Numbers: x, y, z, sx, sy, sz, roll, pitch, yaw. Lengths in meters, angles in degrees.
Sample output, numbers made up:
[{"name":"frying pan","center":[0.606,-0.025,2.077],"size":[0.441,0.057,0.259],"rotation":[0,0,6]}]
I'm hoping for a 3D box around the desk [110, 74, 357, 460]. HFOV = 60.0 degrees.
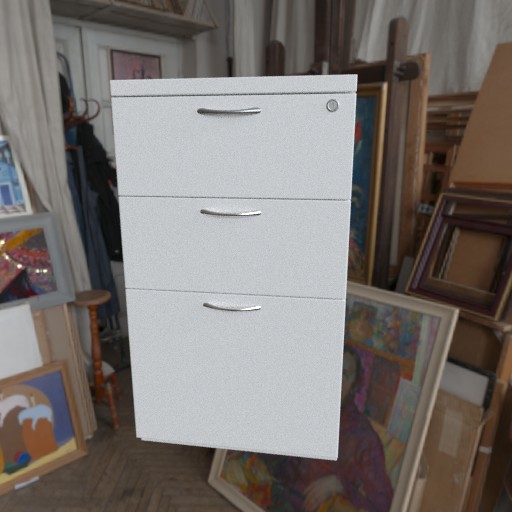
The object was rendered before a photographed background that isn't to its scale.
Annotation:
[{"name":"desk","center":[0.000,0.000,1.073],"size":[0.404,0.730,0.600],"rotation":[2,14,9]}]
